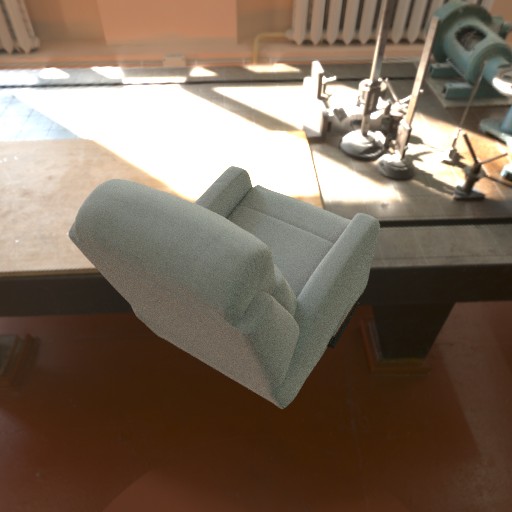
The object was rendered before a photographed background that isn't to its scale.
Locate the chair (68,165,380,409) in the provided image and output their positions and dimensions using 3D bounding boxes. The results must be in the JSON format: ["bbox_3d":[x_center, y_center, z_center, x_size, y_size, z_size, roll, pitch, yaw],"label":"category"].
[{"bbox_3d":[0.000,0.000,1.747,0.798,1.013,1.043,25,51,22],"label":"chair"}]
